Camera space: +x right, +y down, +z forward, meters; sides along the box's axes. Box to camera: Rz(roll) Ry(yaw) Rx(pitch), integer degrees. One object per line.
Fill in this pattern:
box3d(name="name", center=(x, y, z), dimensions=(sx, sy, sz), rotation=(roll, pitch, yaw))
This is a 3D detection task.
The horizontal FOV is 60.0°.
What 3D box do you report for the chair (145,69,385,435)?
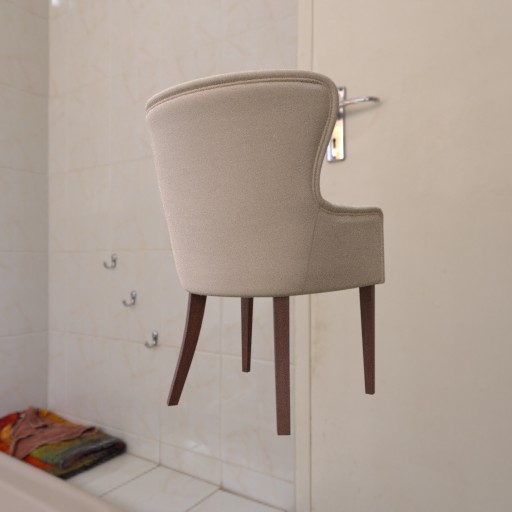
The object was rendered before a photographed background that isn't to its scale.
box3d(name="chair", center=(0.000, 0.000, 1.506), dimensions=(0.696, 0.990, 0.744), rotation=(-1, -1, 35))
